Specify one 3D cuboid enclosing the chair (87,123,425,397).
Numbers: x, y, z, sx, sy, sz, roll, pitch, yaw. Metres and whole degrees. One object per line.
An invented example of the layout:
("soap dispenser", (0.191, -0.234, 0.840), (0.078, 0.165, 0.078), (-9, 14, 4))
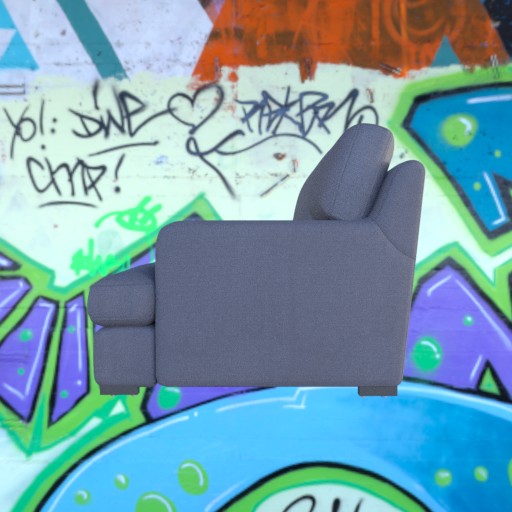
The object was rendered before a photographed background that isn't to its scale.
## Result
("chair", (0.000, 0.000, 2.013), (1.143, 0.940, 1.168), (0, 1, 0))
